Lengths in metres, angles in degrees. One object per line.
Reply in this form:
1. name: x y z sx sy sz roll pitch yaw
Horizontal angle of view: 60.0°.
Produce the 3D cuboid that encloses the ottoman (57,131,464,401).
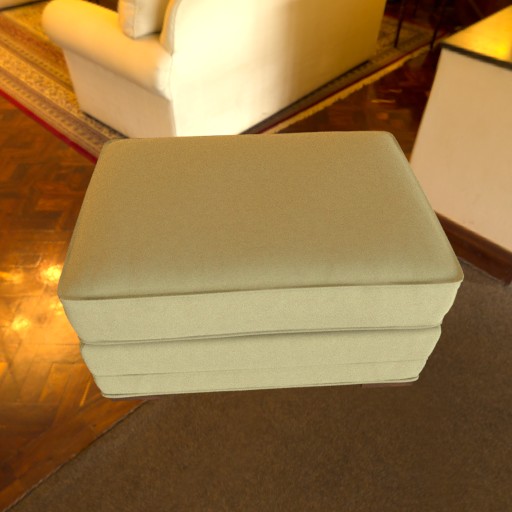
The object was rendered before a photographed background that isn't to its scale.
1. ottoman: 0.000 0.000 1.207 0.848 0.482 0.611 -2 46 -2
